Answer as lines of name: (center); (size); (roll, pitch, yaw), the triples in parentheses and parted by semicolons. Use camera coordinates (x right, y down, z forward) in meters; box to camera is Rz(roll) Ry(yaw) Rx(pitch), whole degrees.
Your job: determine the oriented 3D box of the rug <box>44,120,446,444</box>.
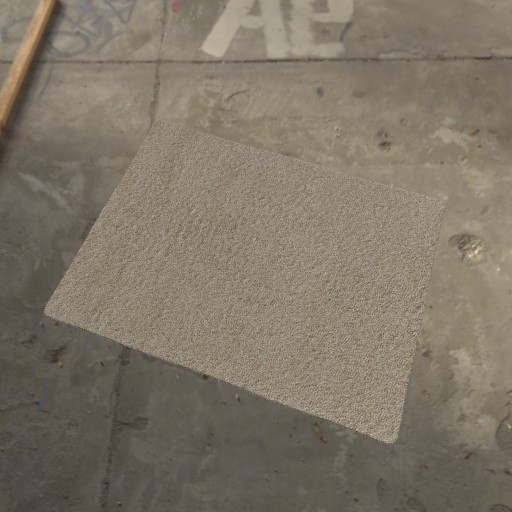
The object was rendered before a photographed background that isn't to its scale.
rug: (0.000, 0.000, 2.104); (1.600, 0.027, 1.200); (18, 66, 8)
